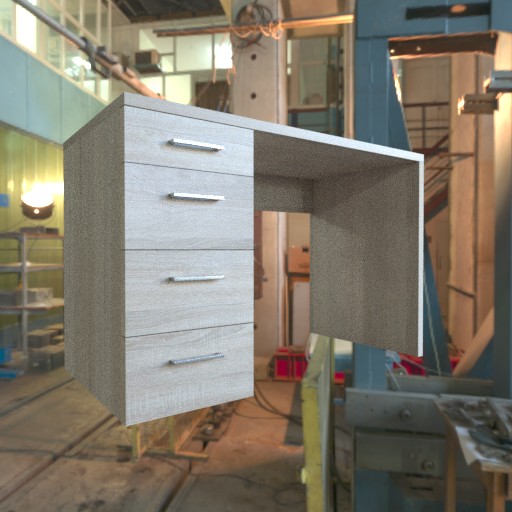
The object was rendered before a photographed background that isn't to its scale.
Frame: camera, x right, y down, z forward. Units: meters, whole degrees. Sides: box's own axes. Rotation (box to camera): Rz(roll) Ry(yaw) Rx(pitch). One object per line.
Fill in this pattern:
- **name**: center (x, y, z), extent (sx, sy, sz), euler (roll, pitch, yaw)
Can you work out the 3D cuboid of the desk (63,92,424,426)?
- **desk**: center (0.000, 0.000, 1.512), extent (1.100, 0.731, 0.600), euler (-1, 1, -36)
